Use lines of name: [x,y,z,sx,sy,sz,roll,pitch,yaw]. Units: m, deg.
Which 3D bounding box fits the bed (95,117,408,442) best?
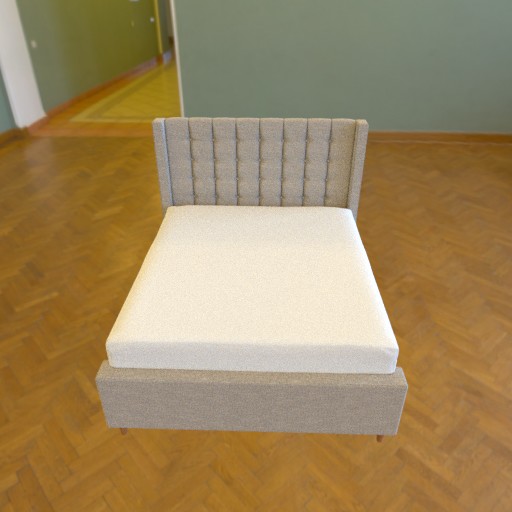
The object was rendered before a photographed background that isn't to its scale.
bed: [0.000,0.000,3.758,2.044,1.748,2.372,1,31,2]
